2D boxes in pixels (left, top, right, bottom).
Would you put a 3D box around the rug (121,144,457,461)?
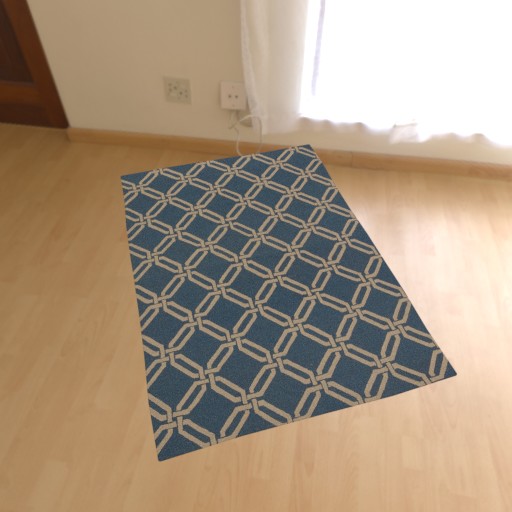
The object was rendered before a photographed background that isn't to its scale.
[{"bbox_3d":[0.000,0.000,2.778,1.524,0.013,2.135,-12,49,-11],"label":"rug"}]
